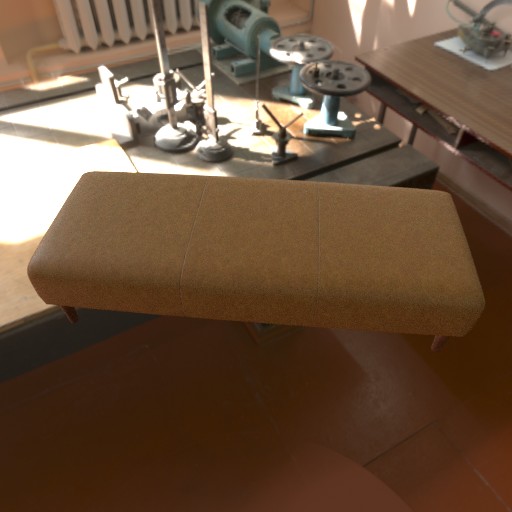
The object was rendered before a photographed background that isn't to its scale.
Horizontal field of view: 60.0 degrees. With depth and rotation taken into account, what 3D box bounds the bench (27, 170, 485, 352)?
[{"bbox_3d":[0.000,0.000,1.843,1.610,0.399,0.653,4,47,4],"label":"bench"}]
